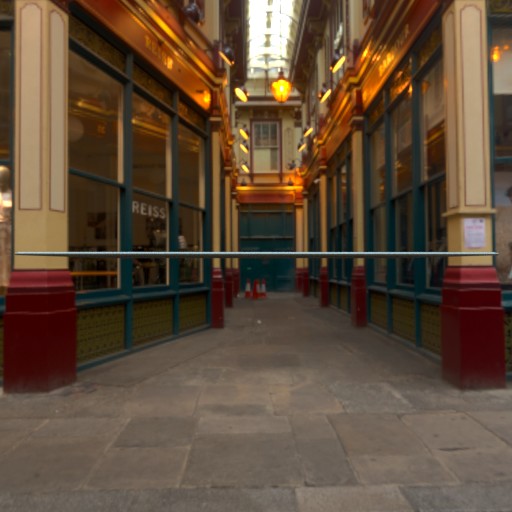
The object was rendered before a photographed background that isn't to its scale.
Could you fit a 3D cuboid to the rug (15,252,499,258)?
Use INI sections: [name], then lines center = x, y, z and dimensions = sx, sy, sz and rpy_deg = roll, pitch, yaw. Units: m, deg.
[rug]
center = 0.000, 0.000, 2.287
dimensions = 1.840, 0.012, 1.219
rpy_deg = 0, -1, -2
